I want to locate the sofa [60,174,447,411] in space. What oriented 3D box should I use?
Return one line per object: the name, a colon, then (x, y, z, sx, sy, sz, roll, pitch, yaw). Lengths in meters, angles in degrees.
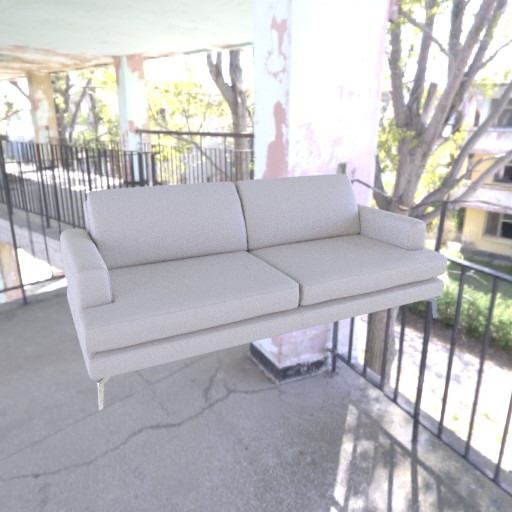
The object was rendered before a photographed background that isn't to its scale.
sofa: (0.000, 0.000, 2.452, 1.940, 0.765, 0.974, -9, 19, -26)
